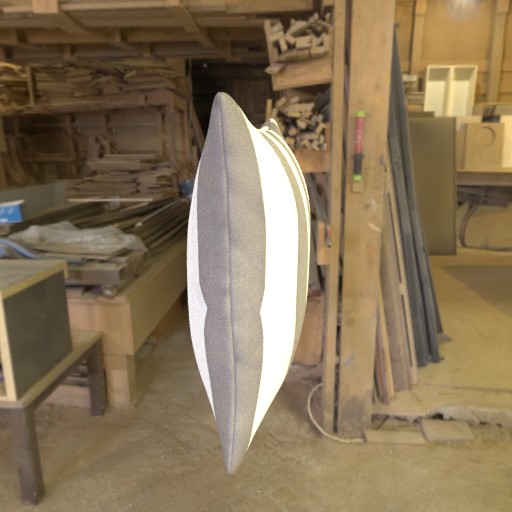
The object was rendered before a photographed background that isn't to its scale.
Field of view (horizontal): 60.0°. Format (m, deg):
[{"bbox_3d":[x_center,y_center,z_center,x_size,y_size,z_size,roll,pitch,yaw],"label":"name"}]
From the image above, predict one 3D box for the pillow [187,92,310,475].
[{"bbox_3d":[0.000,0.000,0.804,0.192,0.507,0.522,2,14,8],"label":"pillow"}]
